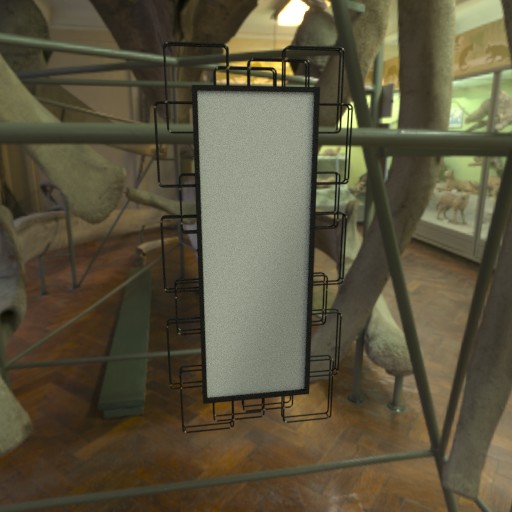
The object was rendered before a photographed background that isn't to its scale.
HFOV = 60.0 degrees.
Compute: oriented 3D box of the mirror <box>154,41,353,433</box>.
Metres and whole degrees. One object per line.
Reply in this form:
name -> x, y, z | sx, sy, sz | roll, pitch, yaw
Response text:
mirror -> 0.000, 0.000, 1.367 | 0.565, 1.192, 0.037 | -2, 15, -9
